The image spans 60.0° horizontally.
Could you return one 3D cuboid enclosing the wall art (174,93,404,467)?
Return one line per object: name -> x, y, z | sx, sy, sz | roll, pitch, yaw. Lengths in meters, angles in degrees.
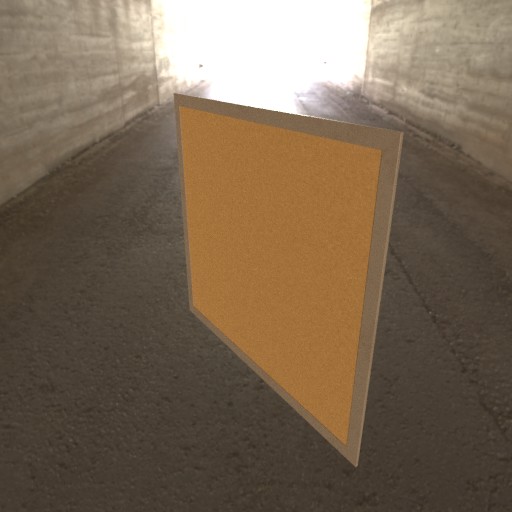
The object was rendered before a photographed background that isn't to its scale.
wall art -> 0.000, 0.000, 1.658 | 0.025, 1.067, 1.168 | -17, 30, -31
